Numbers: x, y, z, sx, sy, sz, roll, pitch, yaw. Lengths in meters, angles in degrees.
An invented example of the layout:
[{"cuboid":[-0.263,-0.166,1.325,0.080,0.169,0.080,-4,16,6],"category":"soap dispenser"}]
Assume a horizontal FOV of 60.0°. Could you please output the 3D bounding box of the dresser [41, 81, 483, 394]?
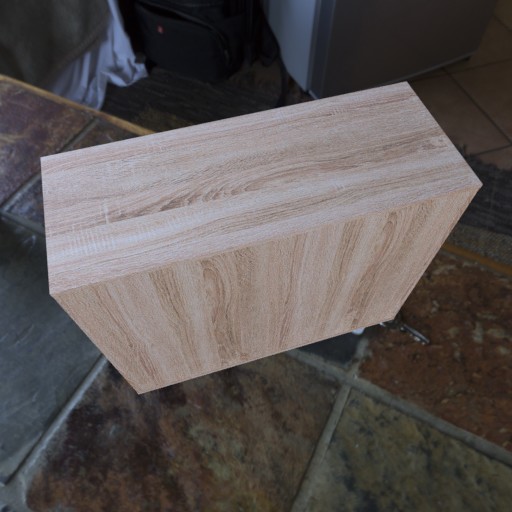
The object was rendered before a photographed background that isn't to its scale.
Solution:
[{"cuboid":[0.000,0.000,1.569,1.100,0.900,0.450,-15,60,-9],"category":"dresser"}]
